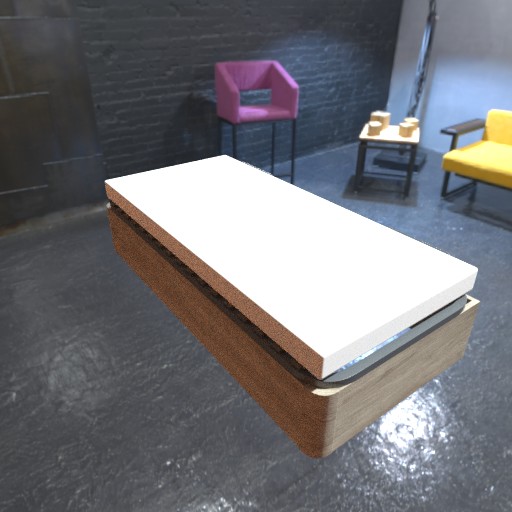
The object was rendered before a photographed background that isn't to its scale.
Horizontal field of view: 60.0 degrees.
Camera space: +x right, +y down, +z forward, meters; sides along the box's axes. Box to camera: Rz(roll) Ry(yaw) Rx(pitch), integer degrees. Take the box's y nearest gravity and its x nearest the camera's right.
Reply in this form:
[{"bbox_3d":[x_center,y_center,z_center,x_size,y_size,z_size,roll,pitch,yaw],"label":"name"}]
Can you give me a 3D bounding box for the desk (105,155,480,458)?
[{"bbox_3d":[0.000,0.000,2.285,0.900,0.455,1.900,-20,36,-31],"label":"desk"}]
